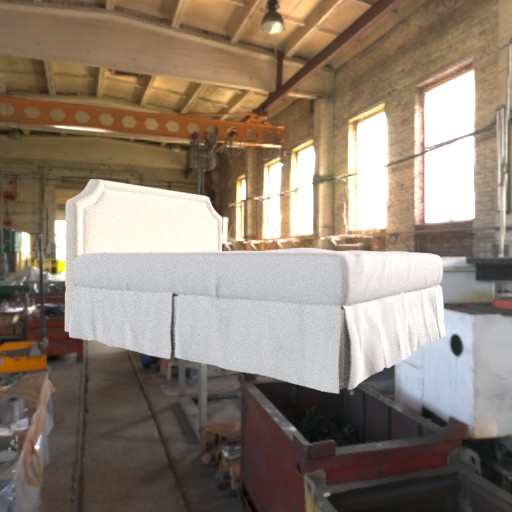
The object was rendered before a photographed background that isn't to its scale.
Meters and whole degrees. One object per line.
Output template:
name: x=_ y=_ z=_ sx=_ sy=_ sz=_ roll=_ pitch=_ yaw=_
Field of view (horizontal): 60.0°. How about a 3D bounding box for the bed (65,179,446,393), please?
bed: x=0.000 y=0.000 z=3.551 sx=2.498 sy=1.293 sz=1.977 roll=0 pitch=0 yaw=36
